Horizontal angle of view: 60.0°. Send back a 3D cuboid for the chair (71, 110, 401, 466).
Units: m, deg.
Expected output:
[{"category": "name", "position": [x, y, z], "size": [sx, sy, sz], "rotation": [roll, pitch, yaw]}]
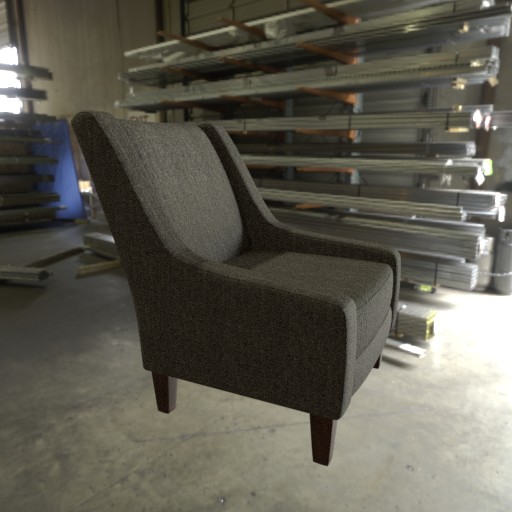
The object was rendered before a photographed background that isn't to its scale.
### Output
[{"category": "chair", "position": [0.000, 0.000, 1.649], "size": [0.944, 1.012, 0.793], "rotation": [7, 15, 27]}]
